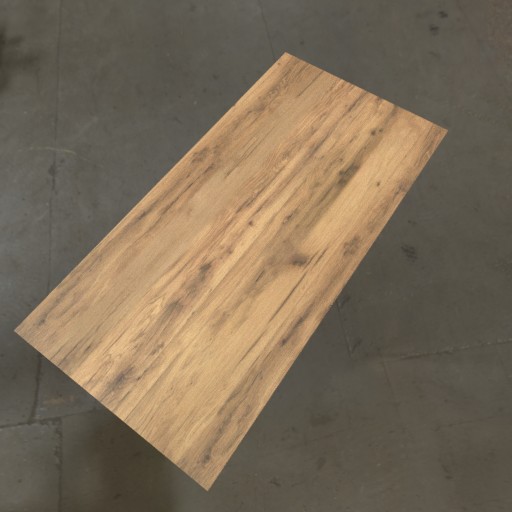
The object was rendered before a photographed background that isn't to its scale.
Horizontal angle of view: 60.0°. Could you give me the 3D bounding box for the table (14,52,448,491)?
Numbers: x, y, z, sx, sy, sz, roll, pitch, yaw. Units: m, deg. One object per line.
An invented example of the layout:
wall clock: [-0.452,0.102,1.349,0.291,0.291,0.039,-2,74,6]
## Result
table: [0.000,0.000,2.383,1.000,0.770,2.000,32,68,15]
